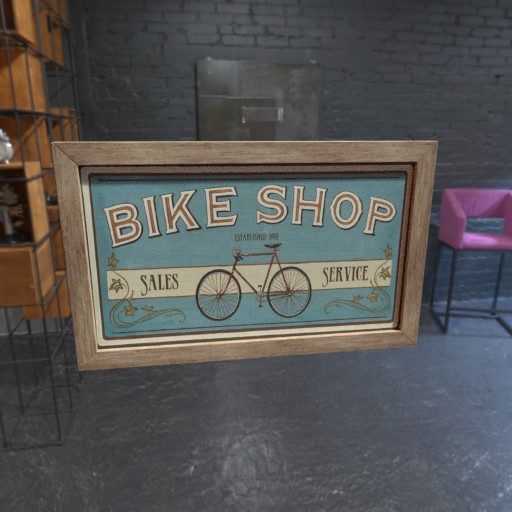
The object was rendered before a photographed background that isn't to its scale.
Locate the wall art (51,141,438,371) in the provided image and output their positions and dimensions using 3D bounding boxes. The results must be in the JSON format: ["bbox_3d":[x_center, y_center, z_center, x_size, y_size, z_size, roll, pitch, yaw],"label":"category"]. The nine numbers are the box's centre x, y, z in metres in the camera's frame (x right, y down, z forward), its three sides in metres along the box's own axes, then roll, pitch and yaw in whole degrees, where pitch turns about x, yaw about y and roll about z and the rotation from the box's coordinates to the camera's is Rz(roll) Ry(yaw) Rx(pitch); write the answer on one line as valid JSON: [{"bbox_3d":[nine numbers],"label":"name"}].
[{"bbox_3d":[0.000,0.000,0.960,0.780,0.480,0.021,-2,16,-8],"label":"wall art"}]
